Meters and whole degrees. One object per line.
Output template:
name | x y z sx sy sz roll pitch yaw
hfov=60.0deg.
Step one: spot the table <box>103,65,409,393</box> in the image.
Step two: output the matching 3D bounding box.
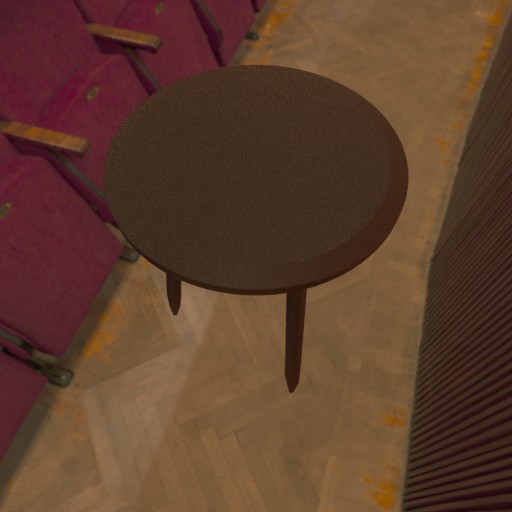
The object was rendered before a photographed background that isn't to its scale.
table | 0.000 0.000 0.913 0.457 0.585 0.457 0 58 0
